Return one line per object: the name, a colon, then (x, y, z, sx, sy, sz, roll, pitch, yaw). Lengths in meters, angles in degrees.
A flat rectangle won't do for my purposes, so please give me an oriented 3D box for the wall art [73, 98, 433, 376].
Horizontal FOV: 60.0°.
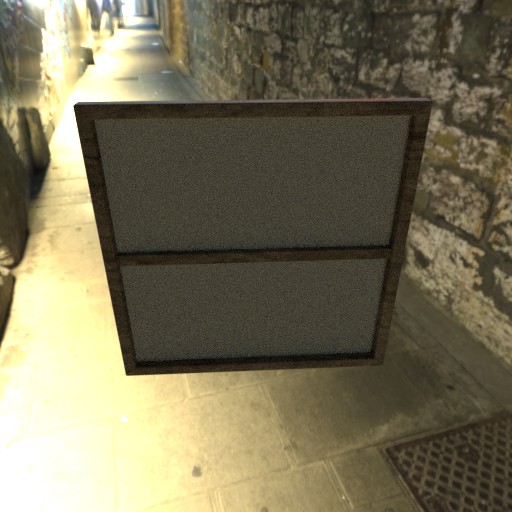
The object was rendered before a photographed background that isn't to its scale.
wall art: (0.000, 0.000, 1.113, 0.747, 0.747, 0.035, -2, 30, -3)
